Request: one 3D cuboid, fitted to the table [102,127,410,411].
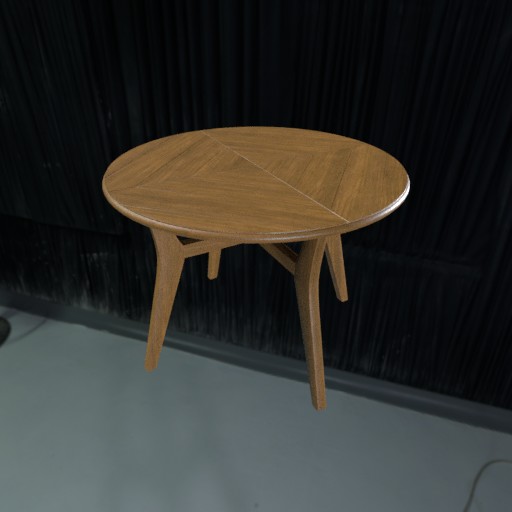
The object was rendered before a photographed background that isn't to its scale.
[{"bbox_3d":[0.000,0.000,1.773,1.055,0.757,1.055,0,31,0],"label":"table"}]
